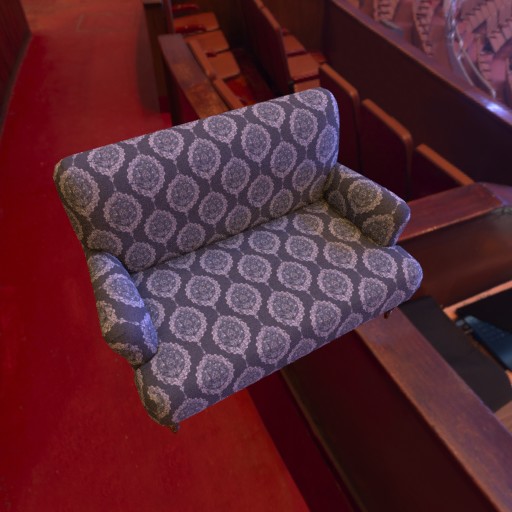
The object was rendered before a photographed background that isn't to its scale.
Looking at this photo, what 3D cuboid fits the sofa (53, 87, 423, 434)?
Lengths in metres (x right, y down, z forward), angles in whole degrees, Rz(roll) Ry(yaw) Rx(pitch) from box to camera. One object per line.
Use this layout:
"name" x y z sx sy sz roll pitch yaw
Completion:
"sofa" 0.000 0.000 1.792 1.297 0.867 0.779 -23 50 -21
